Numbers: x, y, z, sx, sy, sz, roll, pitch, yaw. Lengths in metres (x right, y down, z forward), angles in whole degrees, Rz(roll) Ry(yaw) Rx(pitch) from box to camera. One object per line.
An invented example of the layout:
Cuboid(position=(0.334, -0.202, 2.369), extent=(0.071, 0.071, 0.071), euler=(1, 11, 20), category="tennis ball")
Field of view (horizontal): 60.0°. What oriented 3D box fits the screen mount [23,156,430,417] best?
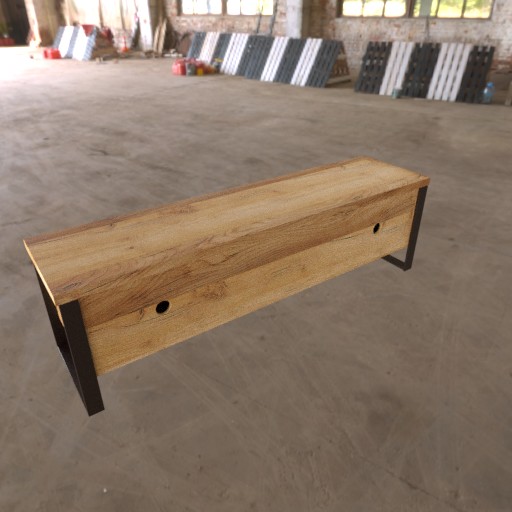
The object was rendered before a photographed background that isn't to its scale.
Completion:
Cuboid(position=(0.000, 0.000, 1.748), extent=(1.524, 0.450, 0.395), euler=(-19, 35, -30), category="screen mount")
